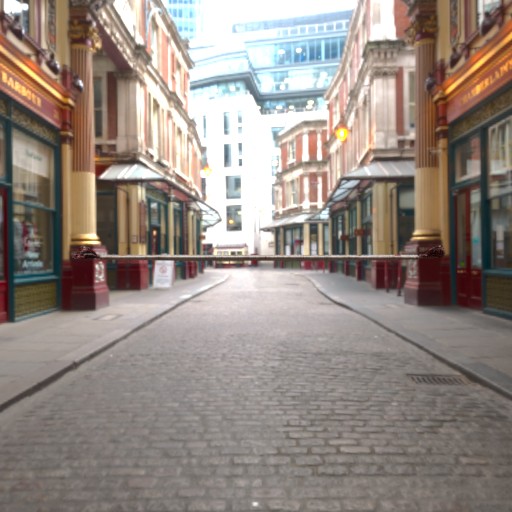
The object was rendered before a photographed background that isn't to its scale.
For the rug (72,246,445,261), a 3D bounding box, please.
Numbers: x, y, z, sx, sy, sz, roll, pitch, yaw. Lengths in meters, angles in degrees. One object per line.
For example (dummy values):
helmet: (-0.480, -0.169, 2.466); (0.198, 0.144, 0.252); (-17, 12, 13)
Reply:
rug: (0.000, 0.000, 3.321); (1.741, 0.066, 2.672); (0, -1, -1)
